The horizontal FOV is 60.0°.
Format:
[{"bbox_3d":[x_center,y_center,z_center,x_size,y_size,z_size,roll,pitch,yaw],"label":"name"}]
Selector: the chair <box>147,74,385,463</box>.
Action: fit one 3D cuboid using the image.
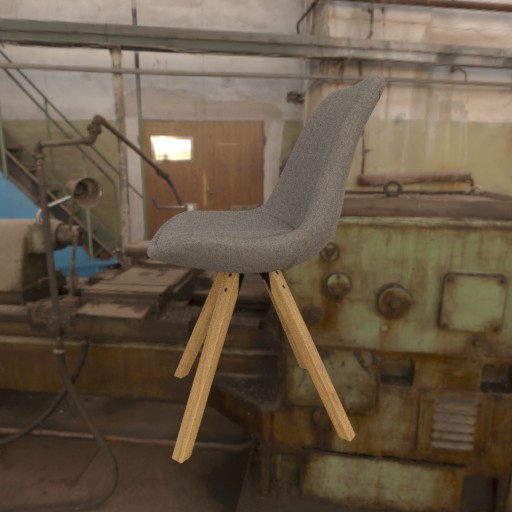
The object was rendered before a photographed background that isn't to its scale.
[{"bbox_3d":[0.000,0.000,1.160,0.550,0.865,0.483,-2,13,-9],"label":"chair"}]
